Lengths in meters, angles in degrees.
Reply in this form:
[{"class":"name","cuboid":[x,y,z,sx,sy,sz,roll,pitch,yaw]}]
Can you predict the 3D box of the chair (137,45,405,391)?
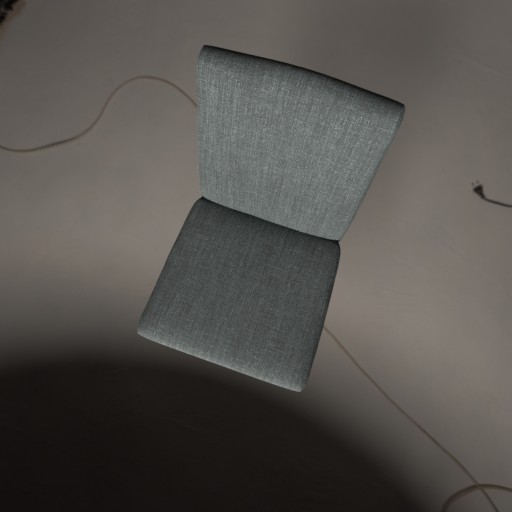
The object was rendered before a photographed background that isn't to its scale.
[{"class":"chair","cuboid":[0.000,0.000,1.253,0.487,0.884,0.629,19,77,5]}]
